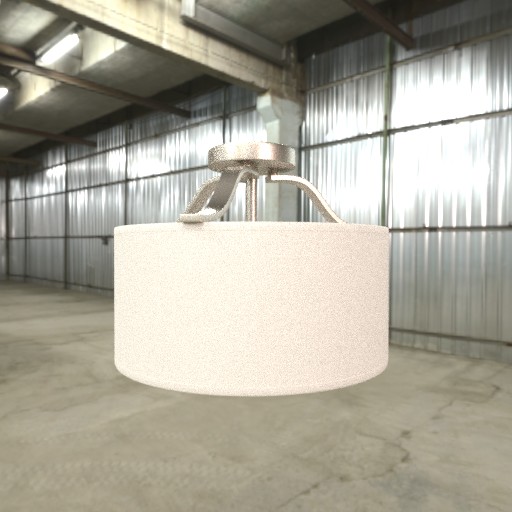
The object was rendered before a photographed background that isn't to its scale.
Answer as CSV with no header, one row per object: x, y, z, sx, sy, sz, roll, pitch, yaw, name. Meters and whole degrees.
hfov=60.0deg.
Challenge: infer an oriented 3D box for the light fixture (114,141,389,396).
0.000,0.000,0.648,0.395,0.304,0.395,0,1,0,light fixture
